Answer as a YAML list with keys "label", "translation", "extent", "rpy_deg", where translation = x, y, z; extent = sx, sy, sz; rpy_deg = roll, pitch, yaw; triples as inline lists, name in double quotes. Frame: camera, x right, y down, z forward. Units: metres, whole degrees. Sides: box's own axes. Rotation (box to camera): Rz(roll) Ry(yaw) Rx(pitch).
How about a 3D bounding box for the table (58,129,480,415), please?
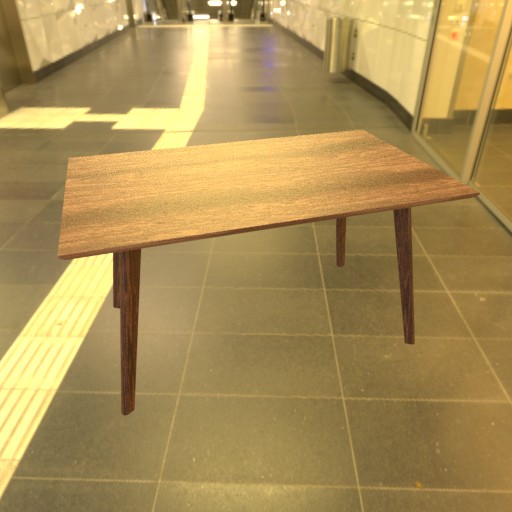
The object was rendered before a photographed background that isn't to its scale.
- label: "table"
  translation: [0.000, 0.000, 1.849]
  extent: [1.349, 0.724, 0.801]
  rpy_deg: [-10, 33, -15]
